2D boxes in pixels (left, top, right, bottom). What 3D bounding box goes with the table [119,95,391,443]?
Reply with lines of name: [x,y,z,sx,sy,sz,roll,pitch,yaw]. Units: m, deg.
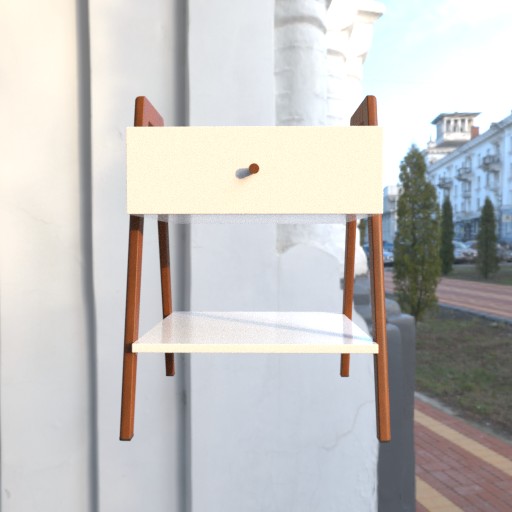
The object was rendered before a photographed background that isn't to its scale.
table: [0.000,0.000,0.907,0.457,0.610,0.405,0,2,1]
